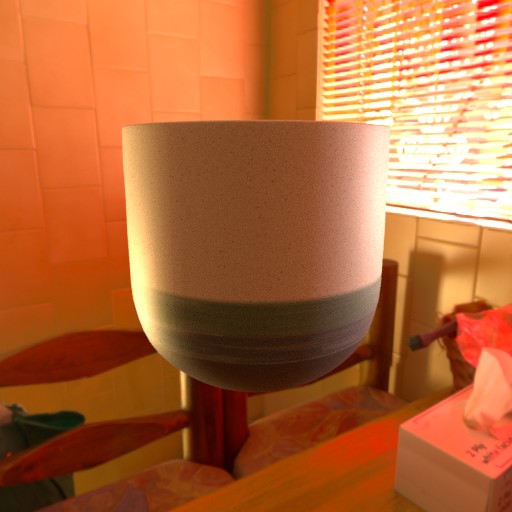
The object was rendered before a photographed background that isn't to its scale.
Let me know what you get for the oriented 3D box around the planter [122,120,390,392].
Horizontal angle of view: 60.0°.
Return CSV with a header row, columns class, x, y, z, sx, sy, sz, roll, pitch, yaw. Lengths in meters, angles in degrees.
class,x,y,z,sx,sy,sz,roll,pitch,yaw
planter,0.000,0.000,0.488,0.268,0.270,0.268,0,13,0
